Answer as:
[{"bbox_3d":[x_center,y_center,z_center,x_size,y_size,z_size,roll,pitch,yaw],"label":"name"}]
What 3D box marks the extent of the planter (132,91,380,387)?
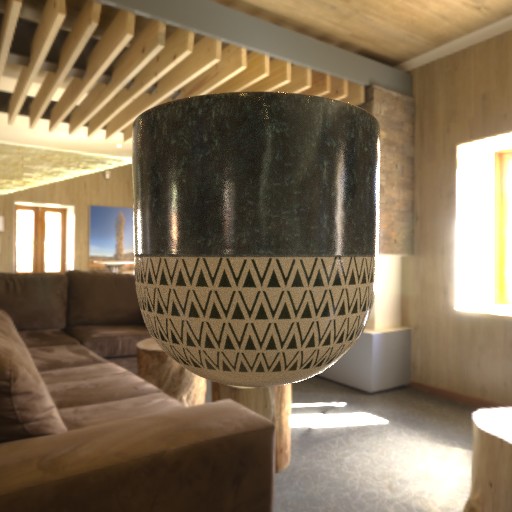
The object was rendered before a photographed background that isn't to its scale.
[{"bbox_3d":[0.000,0.000,0.494,0.266,0.270,0.266,0,0,0],"label":"planter"}]
